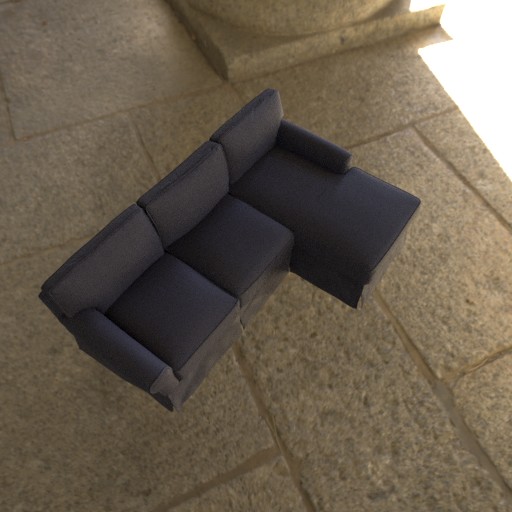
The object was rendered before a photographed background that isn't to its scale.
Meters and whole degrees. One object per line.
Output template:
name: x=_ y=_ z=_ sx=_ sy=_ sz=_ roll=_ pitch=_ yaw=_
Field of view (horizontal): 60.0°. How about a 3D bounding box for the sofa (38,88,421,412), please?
sofa: x=0.000 y=0.000 z=3.349 sx=1.637 sy=1.039 sz=2.518 roll=32 pitch=62 yaw=19
